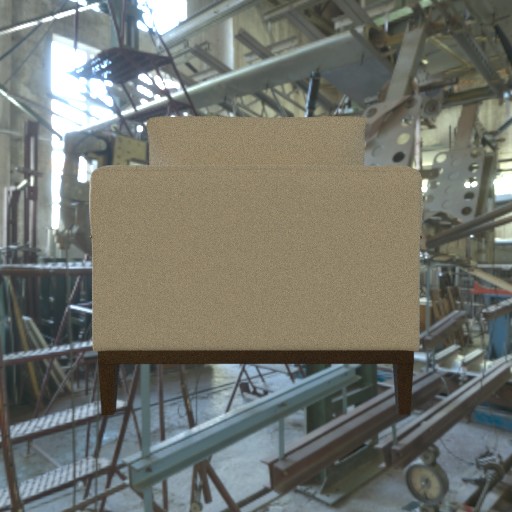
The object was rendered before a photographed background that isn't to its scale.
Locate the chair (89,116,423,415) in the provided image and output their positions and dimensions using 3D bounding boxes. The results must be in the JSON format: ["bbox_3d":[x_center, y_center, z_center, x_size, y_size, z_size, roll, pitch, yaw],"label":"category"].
[{"bbox_3d":[0.000,0.000,1.702,0.982,0.915,0.896,0,0,0],"label":"chair"}]
